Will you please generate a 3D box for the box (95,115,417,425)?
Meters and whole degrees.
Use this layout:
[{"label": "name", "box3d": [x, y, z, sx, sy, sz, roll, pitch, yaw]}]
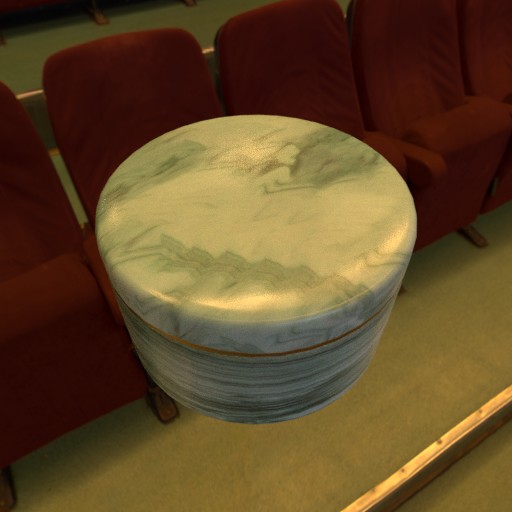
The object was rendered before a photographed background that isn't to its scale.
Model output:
[{"label": "box", "box3d": [0.000, 0.000, 0.162, 0.101, 0.063, 0.101, 0, 47, 0]}]
